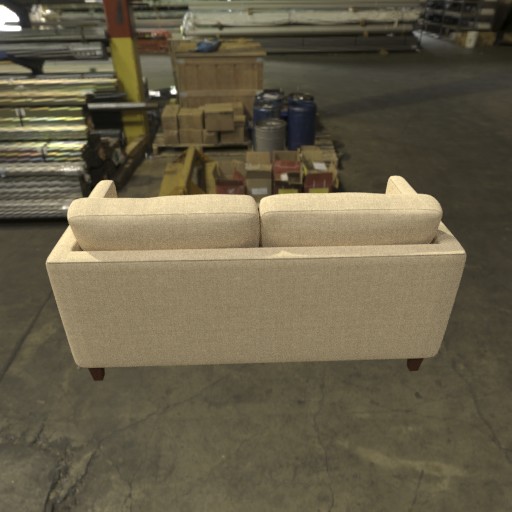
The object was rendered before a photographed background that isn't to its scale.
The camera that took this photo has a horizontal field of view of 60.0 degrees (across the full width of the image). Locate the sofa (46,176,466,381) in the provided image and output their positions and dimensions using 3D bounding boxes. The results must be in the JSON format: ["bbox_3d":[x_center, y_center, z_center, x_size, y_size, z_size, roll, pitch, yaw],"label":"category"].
[{"bbox_3d":[0.000,0.000,2.468,1.884,0.963,0.950,-1,32,-2],"label":"sofa"}]
